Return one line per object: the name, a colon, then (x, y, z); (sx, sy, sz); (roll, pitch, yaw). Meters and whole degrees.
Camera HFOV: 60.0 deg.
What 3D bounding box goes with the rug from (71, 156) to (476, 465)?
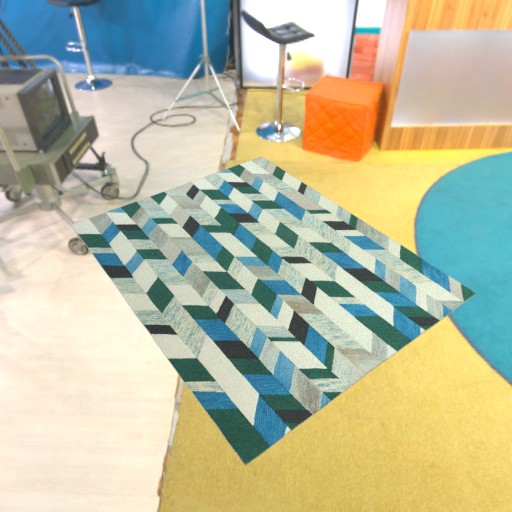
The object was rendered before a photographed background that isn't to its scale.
rug: (0.000, 0.000, 4.130); (2.440, 0.008, 3.036); (-26, 47, -27)
